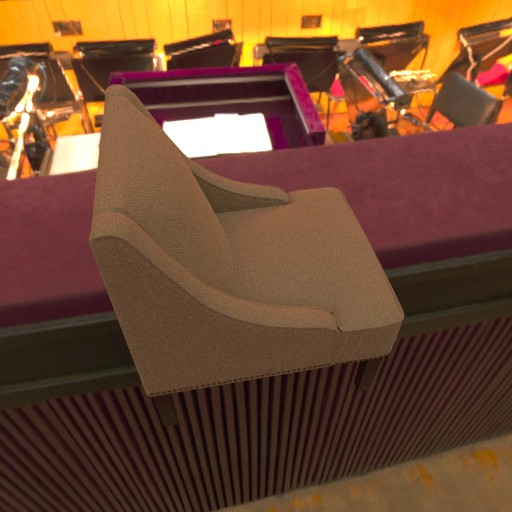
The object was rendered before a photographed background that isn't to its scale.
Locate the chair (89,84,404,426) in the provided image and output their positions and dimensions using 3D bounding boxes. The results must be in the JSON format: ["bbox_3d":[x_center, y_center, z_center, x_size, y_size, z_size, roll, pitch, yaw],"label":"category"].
[{"bbox_3d":[0.000,0.000,1.369,0.748,0.872,0.628,-8,47,-7],"label":"chair"}]
